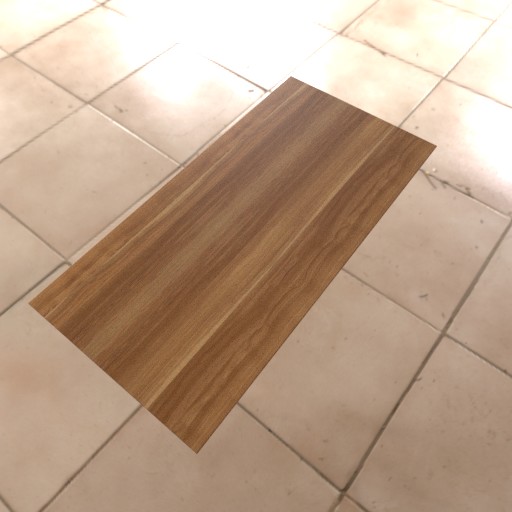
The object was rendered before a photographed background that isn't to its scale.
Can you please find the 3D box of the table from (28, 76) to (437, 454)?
[{"bbox_3d":[0.000,0.000,2.540,1.000,0.770,2.000,33,64,19],"label":"table"}]
